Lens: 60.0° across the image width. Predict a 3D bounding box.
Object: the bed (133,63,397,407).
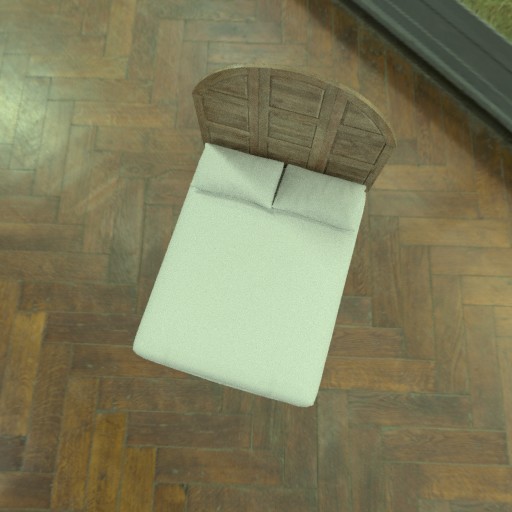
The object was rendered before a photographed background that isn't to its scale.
[{"bbox_3d":[0.000,0.000,3.580,1.713,2.002,2.112,16,76,4],"label":"bed"}]
